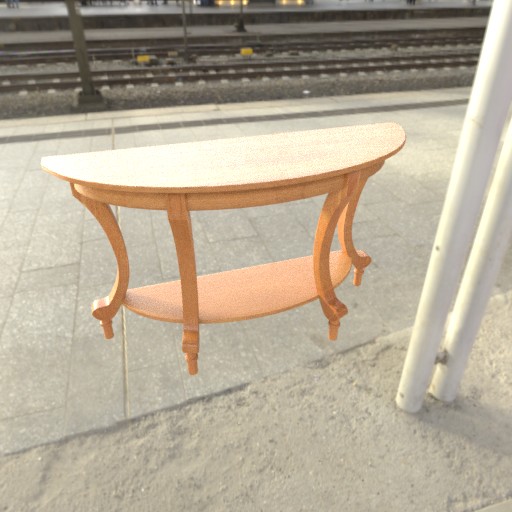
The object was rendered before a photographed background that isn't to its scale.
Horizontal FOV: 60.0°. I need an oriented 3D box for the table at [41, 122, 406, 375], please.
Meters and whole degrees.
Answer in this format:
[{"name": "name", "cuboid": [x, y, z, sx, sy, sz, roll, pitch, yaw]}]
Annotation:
[{"name": "table", "cuboid": [0.000, 0.000, 1.492, 1.198, 0.692, 0.394, -10, 33, -16]}]
